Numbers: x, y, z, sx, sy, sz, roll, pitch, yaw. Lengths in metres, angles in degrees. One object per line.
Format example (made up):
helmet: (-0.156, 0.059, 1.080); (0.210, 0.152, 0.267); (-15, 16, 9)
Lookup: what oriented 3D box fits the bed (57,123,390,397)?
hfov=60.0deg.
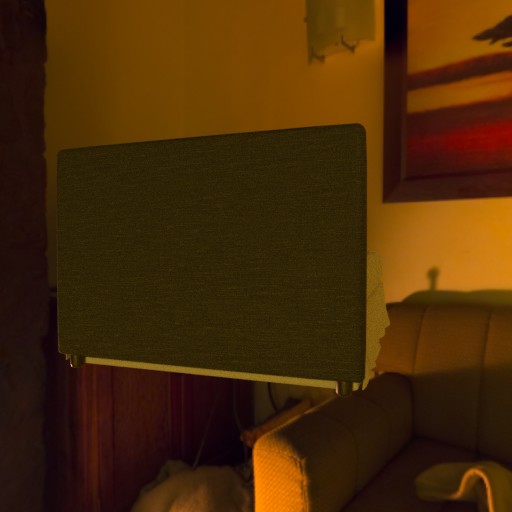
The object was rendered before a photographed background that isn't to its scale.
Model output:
bed: (0.000, 0.000, 3.371); (1.884, 1.330, 2.142); (0, 1, 19)
